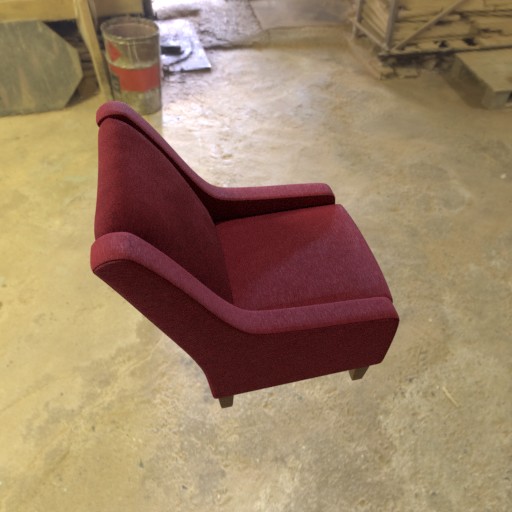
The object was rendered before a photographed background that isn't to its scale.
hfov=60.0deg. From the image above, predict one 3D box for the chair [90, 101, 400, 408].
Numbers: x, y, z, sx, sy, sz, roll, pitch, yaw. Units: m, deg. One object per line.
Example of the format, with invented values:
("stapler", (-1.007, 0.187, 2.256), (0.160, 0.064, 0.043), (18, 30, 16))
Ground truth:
("chair", (0.000, 0.000, 1.731), (0.985, 1.017, 0.793), (-9, 48, -8))
